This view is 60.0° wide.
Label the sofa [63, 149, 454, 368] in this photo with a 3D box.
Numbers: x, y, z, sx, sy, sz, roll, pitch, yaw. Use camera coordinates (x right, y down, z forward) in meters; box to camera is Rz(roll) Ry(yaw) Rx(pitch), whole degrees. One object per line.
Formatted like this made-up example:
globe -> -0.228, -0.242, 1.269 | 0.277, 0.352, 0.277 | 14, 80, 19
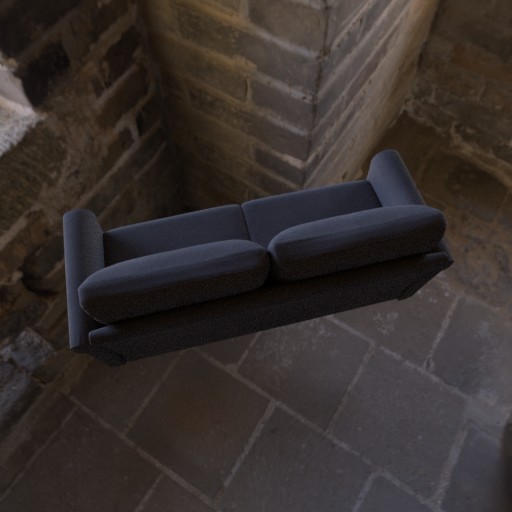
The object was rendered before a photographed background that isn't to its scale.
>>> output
sofa -> 0.000, 0.000, 2.401 | 1.935, 0.942, 0.842 | -12, 60, -7
